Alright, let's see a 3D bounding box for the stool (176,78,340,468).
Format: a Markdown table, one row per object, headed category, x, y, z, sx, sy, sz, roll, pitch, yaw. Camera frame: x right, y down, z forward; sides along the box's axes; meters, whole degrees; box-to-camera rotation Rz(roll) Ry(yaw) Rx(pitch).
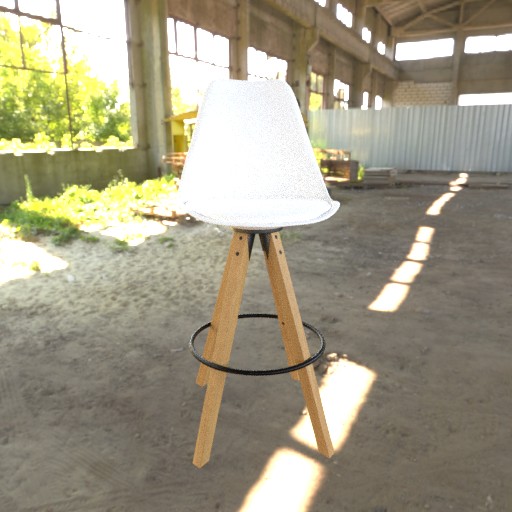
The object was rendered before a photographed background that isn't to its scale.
| category | x | y | z | sx | sy | sz | roll | pitch | yaw |
| --- | --- | --- | --- | --- | --- | --- | --- | --- | --- |
| stool | 0.000 | 0.000 | 1.401 | 0.482 | 1.115 | 0.549 | -2 | 14 | -6 |
